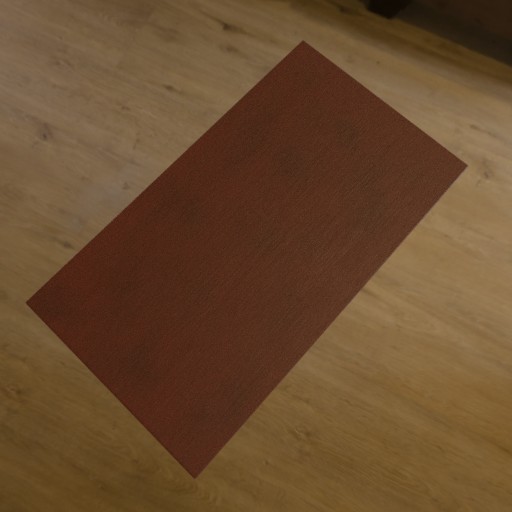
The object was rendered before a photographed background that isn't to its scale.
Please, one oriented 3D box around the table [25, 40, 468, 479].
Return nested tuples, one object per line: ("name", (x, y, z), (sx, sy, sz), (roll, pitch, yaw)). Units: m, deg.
("table", (0.000, 0.000, 1.248), (0.533, 0.456, 0.943), (42, 79, 10))
